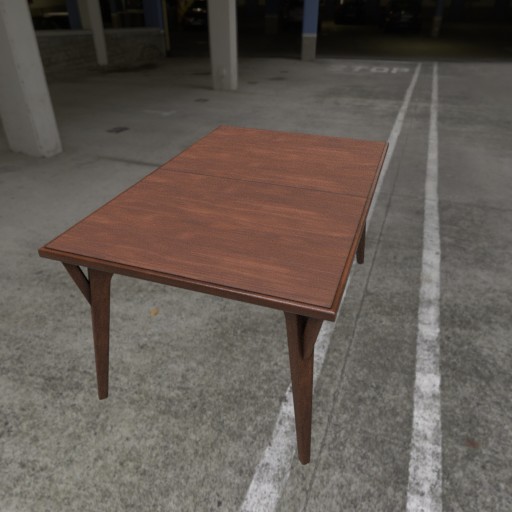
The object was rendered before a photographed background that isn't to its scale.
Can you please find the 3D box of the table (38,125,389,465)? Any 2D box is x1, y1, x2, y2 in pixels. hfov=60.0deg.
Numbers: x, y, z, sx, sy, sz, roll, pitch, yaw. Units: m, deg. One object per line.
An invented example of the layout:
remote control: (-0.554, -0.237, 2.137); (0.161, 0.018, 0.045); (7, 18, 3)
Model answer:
table: (0.000, 0.000, 2.129); (0.990, 0.761, 1.524); (11, 34, 16)
